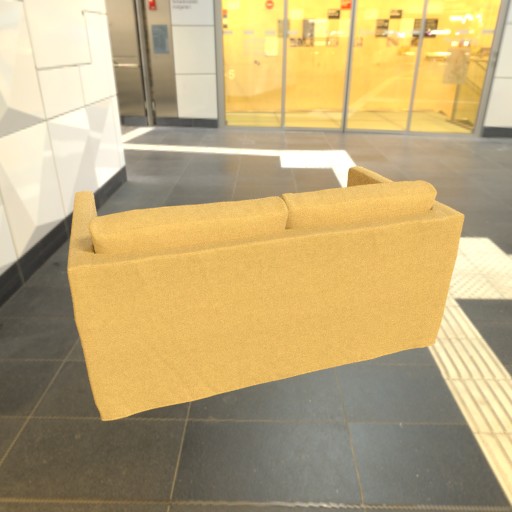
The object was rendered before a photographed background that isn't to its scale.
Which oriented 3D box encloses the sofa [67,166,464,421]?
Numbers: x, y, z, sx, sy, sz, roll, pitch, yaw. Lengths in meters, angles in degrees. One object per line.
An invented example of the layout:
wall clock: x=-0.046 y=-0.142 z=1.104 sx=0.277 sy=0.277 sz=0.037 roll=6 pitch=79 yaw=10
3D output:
sofa: x=0.000 y=0.000 z=2.282 sx=1.719 sy=0.835 sz=0.962 roll=-8 pitch=27 yaw=-17
